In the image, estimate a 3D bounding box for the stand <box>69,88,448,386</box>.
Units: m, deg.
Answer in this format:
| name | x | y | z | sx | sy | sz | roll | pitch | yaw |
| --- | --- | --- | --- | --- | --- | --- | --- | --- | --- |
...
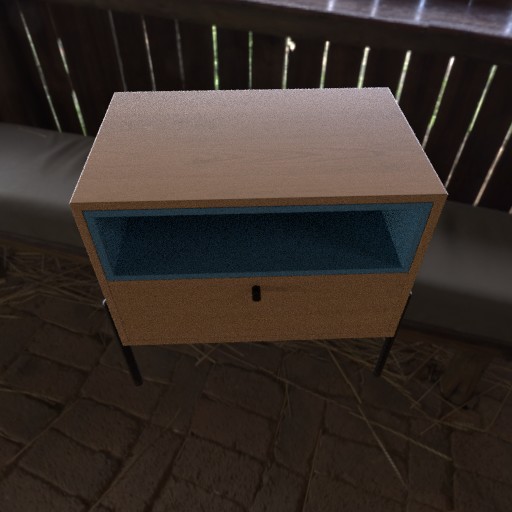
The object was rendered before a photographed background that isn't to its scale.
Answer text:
| name | x | y | z | sx | sy | sz | roll | pitch | yaw |
| --- | --- | --- | --- | --- | --- | --- | --- | --- | --- |
| stand | 0.000 | 0.000 | 1.015 | 0.630 | 0.600 | 0.400 | -2 | 45 | -2 |
